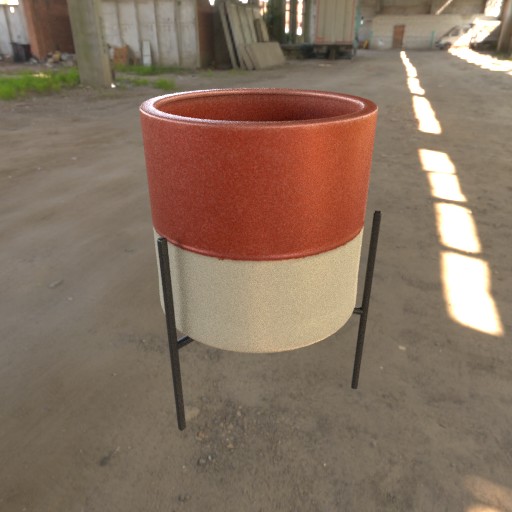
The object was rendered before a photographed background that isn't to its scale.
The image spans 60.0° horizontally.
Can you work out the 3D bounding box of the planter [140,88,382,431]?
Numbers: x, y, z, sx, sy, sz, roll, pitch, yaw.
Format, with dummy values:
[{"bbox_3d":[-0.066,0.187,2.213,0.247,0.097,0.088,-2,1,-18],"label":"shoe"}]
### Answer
[{"bbox_3d":[0.000,0.000,0.530,0.235,0.354,0.251,-8,28,-16],"label":"planter"}]
